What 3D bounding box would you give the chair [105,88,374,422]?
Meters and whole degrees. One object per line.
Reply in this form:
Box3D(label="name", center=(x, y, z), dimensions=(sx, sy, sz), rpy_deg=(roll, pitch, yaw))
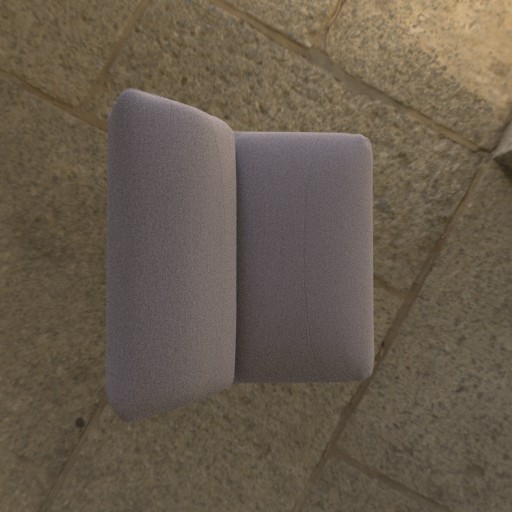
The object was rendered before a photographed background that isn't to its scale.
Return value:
Box3D(label="chair", center=(0.000, 0.000, 1.334), dimensions=(0.780, 0.580, 0.820), rpy_deg=(0, 89, -1))
